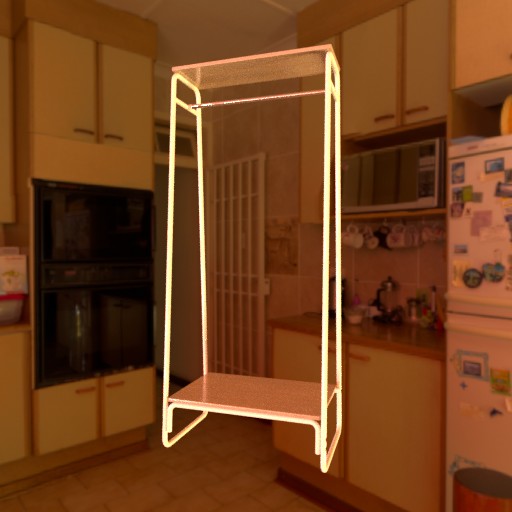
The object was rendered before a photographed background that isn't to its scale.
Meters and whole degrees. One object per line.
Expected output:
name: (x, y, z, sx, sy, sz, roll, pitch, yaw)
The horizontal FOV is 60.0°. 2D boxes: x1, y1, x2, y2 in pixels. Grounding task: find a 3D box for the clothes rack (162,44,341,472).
clothes rack: (0.000, 0.000, 1.794, 0.640, 1.512, 0.400, 0, 1, 19)
